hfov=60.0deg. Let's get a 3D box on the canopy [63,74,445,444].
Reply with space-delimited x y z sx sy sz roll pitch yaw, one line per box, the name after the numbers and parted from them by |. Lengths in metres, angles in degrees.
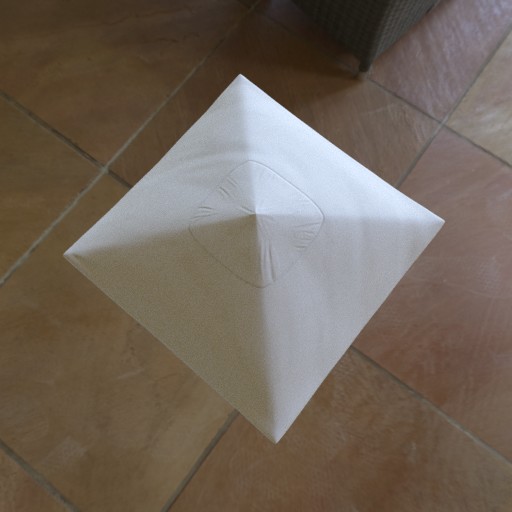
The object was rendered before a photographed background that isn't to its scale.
0.000 0.000 5.553 2.998 2.997 2.996 39 78 10 | canopy
